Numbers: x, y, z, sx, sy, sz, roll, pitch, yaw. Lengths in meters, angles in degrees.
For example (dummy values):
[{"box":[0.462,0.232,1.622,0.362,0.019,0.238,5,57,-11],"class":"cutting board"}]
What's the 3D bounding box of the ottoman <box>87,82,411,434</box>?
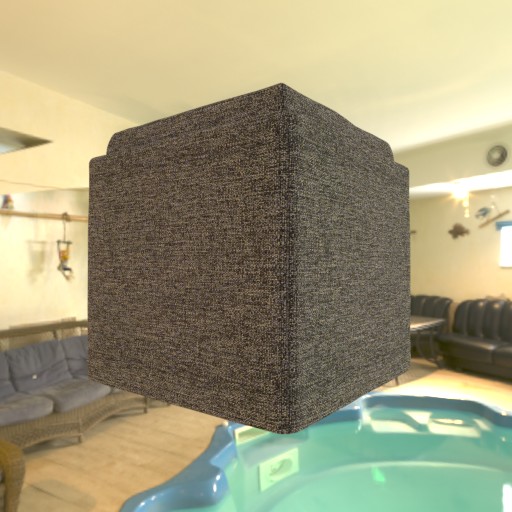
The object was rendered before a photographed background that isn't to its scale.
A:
[{"box":[0.000,0.000,0.839,0.450,0.463,0.450,-1,-1,38],"class":"ottoman"}]
